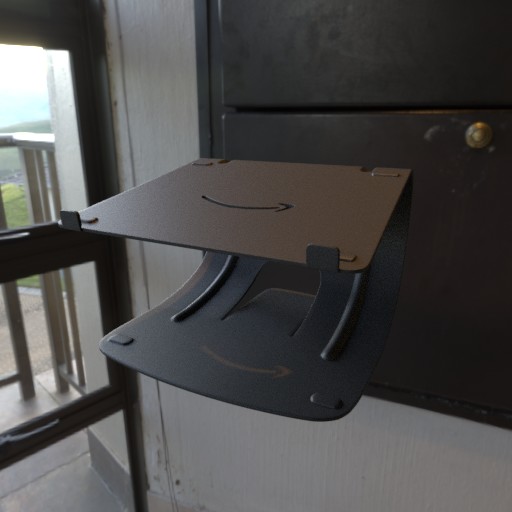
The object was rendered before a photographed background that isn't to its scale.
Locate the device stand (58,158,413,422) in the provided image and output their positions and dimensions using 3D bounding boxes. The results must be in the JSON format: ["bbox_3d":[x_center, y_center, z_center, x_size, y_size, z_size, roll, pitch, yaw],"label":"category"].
[{"bbox_3d":[0.000,0.000,0.415,0.256,0.155,0.236,9,20,26],"label":"device stand"}]
